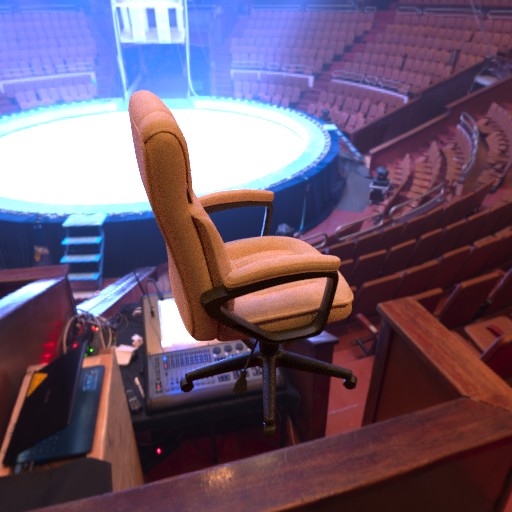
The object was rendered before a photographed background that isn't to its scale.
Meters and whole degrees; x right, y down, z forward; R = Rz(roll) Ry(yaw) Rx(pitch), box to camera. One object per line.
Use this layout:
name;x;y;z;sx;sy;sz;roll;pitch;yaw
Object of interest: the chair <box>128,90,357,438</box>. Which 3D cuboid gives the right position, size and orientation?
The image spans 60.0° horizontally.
chair;0.000;0.000;1.560;0.724;1.105;0.667;-9;30;-16
